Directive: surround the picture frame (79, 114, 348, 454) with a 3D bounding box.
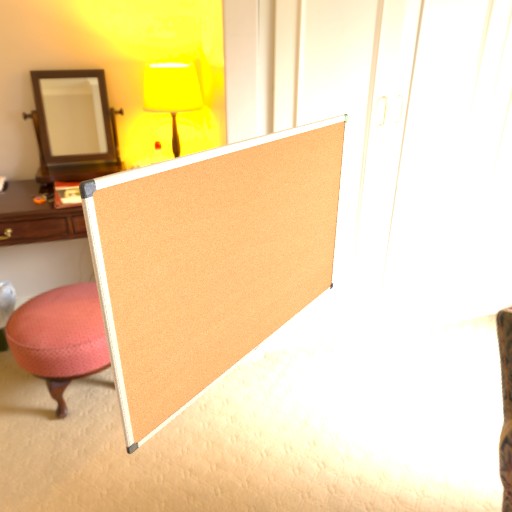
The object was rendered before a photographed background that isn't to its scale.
[{"bbox_3d":[0.000,0.000,1.137,0.010,0.600,0.900,19,32,33],"label":"picture frame"}]
